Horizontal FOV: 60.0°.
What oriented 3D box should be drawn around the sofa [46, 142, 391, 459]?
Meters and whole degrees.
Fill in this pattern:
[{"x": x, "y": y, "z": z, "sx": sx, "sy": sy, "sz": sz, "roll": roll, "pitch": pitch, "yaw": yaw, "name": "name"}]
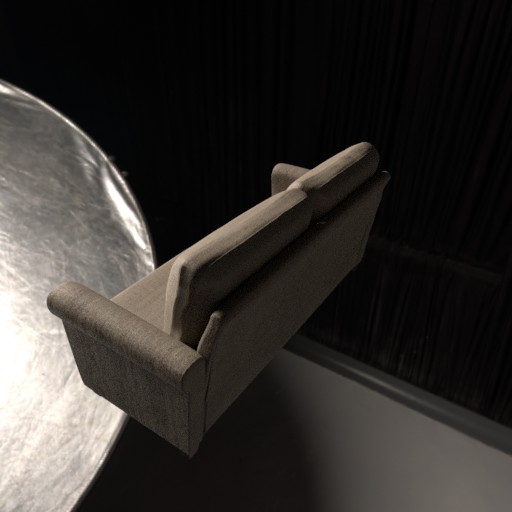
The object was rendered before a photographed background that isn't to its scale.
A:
[{"x": 0.000, "y": 0.000, "z": 2.410, "sx": 0.842, "sy": 0.942, "sz": 1.935, "roll": 20, "pitch": 37, "yaw": 28, "name": "sofa"}]
